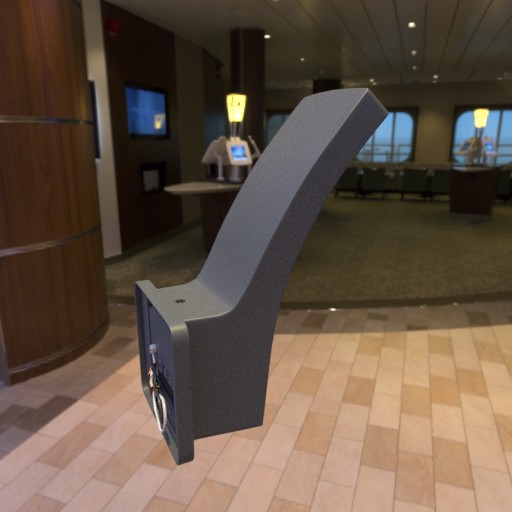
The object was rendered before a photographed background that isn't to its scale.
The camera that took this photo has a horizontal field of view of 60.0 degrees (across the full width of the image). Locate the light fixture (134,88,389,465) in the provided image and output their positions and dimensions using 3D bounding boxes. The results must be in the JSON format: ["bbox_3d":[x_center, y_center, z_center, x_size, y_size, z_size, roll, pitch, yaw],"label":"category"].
[{"bbox_3d":[0.000,0.000,0.337,0.174,0.243,0.108,-7,17,-26],"label":"light fixture"}]
